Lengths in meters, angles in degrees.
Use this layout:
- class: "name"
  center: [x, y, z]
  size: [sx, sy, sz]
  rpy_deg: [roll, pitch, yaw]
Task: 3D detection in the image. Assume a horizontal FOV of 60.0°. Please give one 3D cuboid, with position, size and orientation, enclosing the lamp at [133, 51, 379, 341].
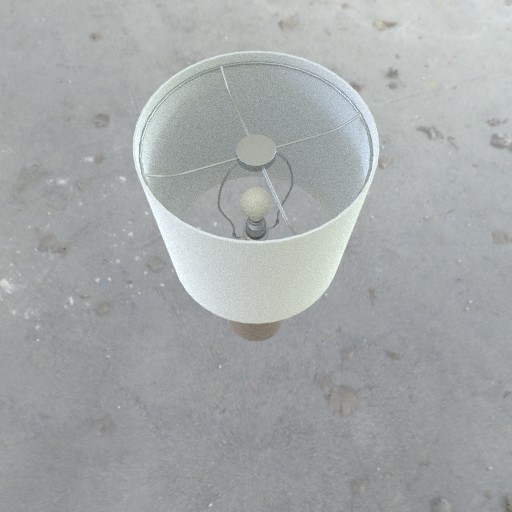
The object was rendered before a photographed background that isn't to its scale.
- class: "lamp"
  center: [0.000, 0.000, 0.580]
  size: [0.207, 0.461, 0.207]
  rpy_deg: [-18, 65, -8]
